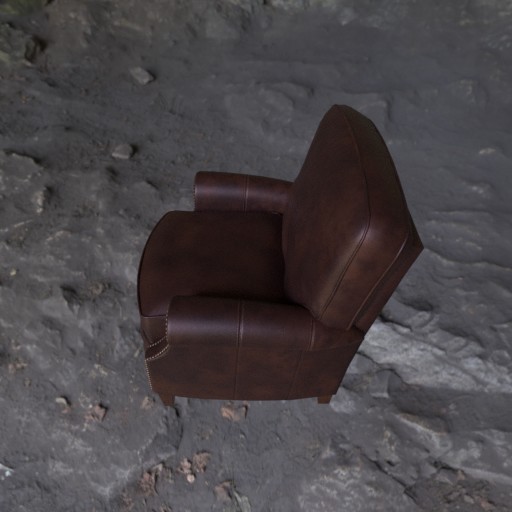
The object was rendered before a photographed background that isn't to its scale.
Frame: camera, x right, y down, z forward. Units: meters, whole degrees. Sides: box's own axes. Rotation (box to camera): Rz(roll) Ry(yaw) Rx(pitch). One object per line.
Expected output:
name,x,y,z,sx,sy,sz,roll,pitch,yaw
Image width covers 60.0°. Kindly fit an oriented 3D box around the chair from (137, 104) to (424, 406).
chair,0.000,0.000,1.765,0.986,1.018,0.936,0,42,0
